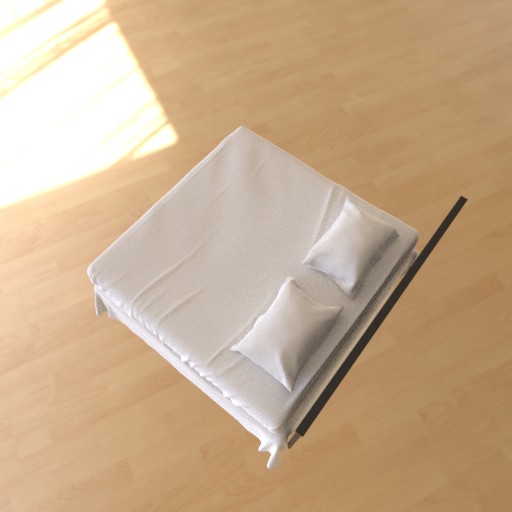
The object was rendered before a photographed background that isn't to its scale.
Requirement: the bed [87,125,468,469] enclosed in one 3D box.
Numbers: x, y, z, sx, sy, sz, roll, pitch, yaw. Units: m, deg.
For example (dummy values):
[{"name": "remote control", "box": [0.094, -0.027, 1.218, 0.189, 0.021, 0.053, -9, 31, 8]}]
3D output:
[{"name": "bed", "box": [0.000, 0.000, 3.642, 2.219, 1.271, 2.315, 35, 68, 17]}]
